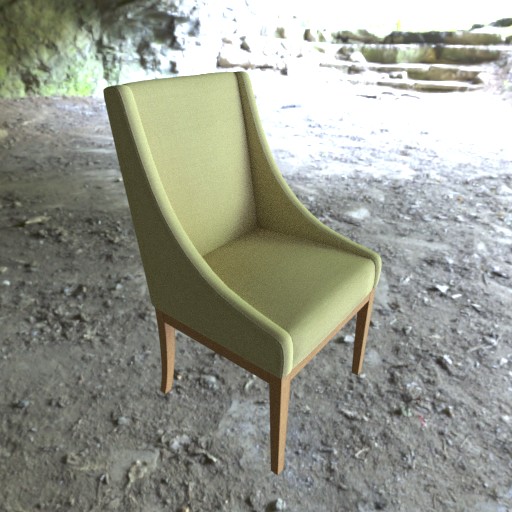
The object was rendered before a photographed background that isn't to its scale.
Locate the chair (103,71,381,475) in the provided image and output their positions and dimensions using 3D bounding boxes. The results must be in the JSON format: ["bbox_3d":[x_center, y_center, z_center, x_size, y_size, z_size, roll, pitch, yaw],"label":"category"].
[{"bbox_3d":[0.000,0.000,1.392,0.611,1.021,0.575,19,33,33],"label":"chair"}]
